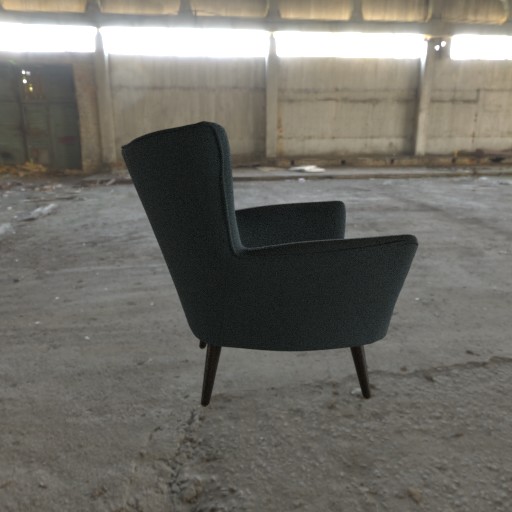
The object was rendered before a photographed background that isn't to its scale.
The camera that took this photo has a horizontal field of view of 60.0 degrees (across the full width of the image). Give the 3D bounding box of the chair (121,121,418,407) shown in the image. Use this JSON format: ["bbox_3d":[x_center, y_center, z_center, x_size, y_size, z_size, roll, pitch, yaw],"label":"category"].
[{"bbox_3d":[0.000,0.000,1.626,0.888,0.933,0.781,-2,16,-8],"label":"chair"}]
